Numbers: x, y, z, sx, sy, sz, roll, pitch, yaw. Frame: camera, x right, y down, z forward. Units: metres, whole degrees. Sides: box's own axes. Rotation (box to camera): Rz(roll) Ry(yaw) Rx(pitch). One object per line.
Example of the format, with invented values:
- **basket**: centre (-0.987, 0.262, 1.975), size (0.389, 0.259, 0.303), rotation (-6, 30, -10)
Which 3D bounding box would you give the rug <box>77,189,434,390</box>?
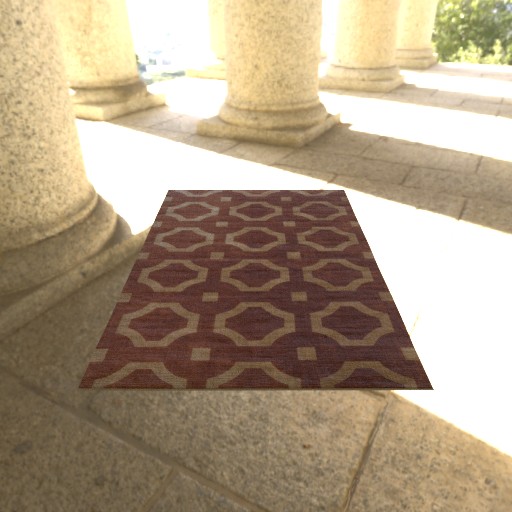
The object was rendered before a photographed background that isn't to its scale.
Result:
- **rug**: centre (0.000, 0.000, 2.908), size (1.555, 0.016, 2.286), rotation (0, 31, 0)
